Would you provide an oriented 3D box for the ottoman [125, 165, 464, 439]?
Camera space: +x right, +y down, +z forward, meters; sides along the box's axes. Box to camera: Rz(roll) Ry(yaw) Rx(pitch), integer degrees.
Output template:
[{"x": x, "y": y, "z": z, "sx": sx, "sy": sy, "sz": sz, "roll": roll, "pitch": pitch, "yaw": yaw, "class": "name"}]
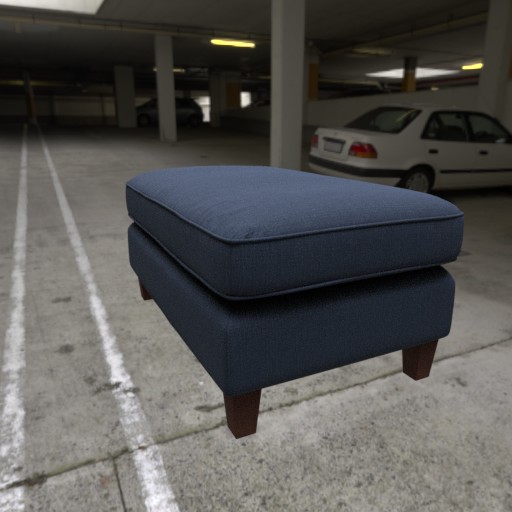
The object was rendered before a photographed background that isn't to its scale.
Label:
[{"x": 0.000, "y": 0.000, "z": 1.204, "sx": 0.570, "sy": 0.438, "sz": 0.885, "roll": -8, "pitch": 18, "yaw": -25, "class": "ottoman"}]
